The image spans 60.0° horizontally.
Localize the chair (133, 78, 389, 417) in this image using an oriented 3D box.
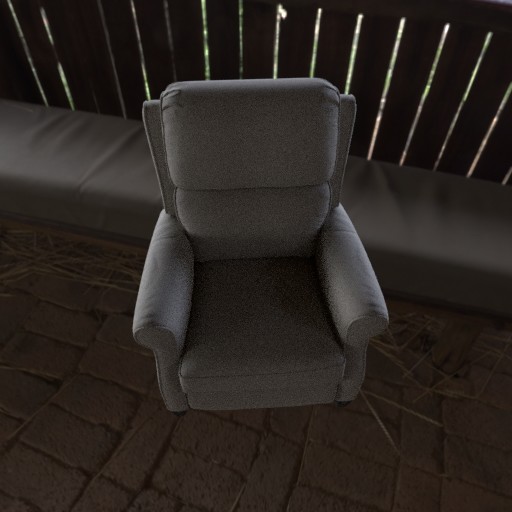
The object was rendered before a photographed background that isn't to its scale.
[{"bbox_3d":[0.000,0.000,1.735,0.859,1.046,0.919,-3,49,-2],"label":"chair"}]
